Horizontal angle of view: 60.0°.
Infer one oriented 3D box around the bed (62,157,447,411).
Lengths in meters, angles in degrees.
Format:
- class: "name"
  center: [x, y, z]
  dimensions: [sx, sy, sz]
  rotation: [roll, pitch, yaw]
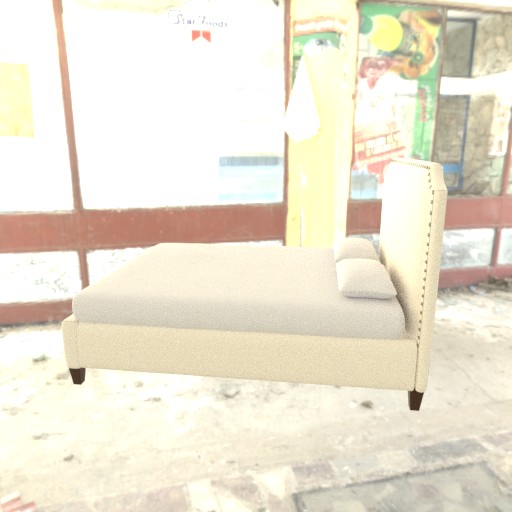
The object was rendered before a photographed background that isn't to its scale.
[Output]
- class: "bed"
  center: [0.000, 0.000, 3.489]
  dimensions: [2.372, 1.497, 1.712]
  rotation: [2, 14, 8]
